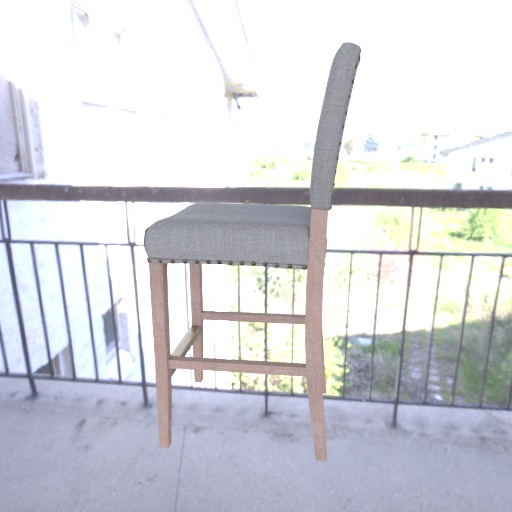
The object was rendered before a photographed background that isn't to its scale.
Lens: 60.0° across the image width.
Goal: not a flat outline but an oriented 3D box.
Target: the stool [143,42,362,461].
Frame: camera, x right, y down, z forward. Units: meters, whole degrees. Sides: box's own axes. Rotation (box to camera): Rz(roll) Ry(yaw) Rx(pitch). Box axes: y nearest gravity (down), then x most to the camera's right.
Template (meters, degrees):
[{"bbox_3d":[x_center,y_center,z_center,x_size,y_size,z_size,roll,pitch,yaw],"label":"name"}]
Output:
[{"bbox_3d":[0.000,0.000,1.432,0.585,1.173,0.445,2,15,8],"label":"stool"}]
